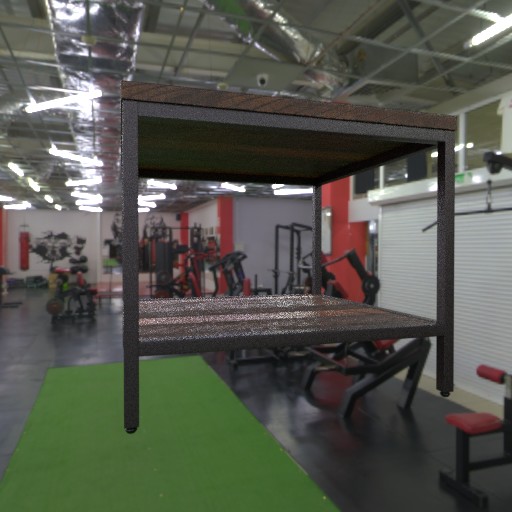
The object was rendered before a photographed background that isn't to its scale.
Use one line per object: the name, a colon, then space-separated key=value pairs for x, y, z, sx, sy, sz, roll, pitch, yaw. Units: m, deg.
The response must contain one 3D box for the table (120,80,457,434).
table: x=0.000 y=0.000 z=0.942 sx=0.548 sy=0.482 sz=0.553 roll=0 pitch=1 yaw=-17
